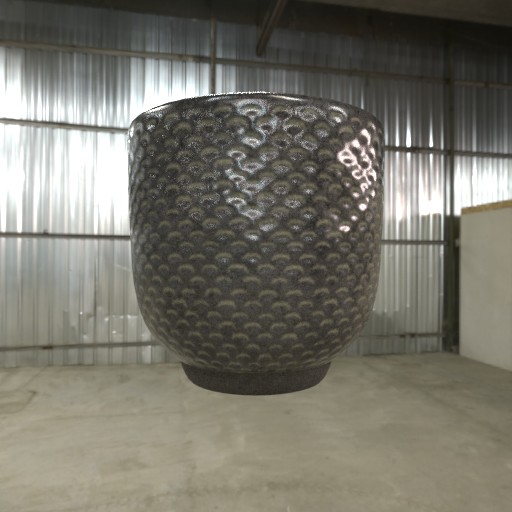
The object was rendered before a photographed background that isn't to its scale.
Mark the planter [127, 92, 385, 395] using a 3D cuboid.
[{"bbox_3d":[0.000,0.000,0.352,0.197,0.191,0.197,0,0,0],"label":"planter"}]
